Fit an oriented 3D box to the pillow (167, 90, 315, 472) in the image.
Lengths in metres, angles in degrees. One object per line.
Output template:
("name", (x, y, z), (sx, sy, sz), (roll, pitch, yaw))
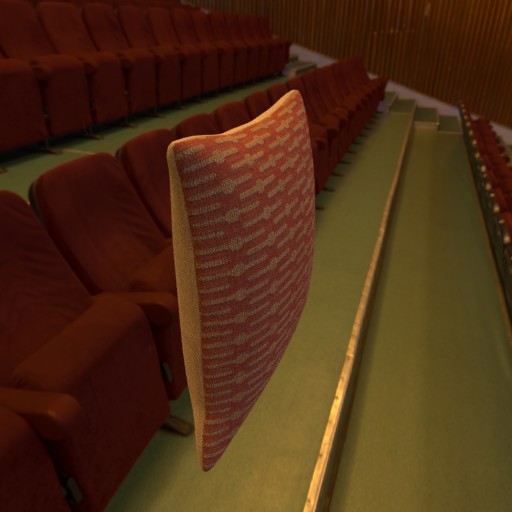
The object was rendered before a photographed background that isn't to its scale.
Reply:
("pillow", (0.000, 0.000, 0.782), (0.182, 0.503, 0.511), (9, 28, 17))
